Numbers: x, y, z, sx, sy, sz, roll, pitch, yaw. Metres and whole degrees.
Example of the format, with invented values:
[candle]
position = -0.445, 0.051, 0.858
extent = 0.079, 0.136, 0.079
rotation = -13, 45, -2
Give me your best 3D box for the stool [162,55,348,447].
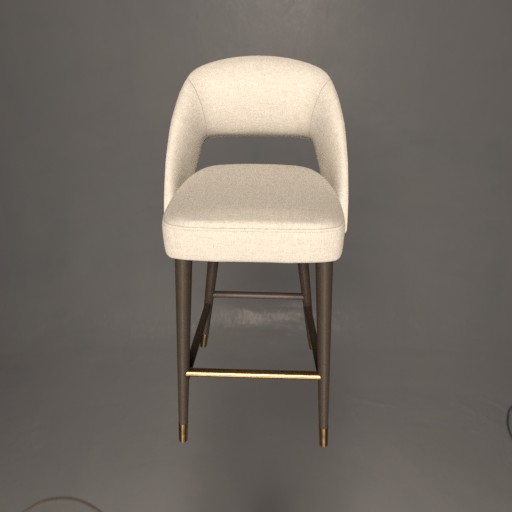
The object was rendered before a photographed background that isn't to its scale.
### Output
[stool]
position = 0.000, 0.000, 1.308
extent = 0.494, 1.037, 0.509
rotation = 1, 30, 2
